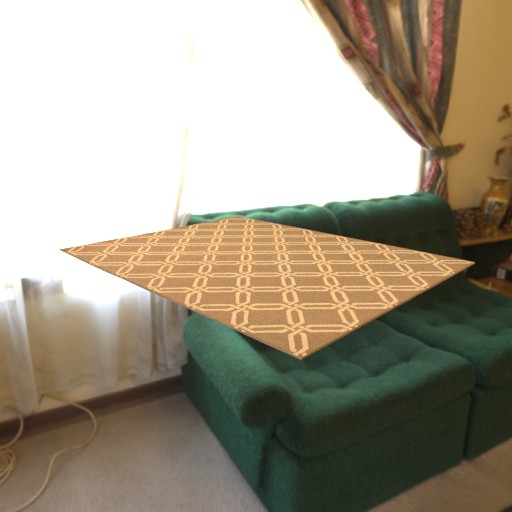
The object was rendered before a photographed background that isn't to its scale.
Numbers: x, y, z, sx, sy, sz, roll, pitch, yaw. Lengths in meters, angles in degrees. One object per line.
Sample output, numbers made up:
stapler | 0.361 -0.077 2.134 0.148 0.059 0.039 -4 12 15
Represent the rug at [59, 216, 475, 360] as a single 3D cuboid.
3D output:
rug | 0.000 0.000 3.905 2.895 0.018 2.288 15 22 43
